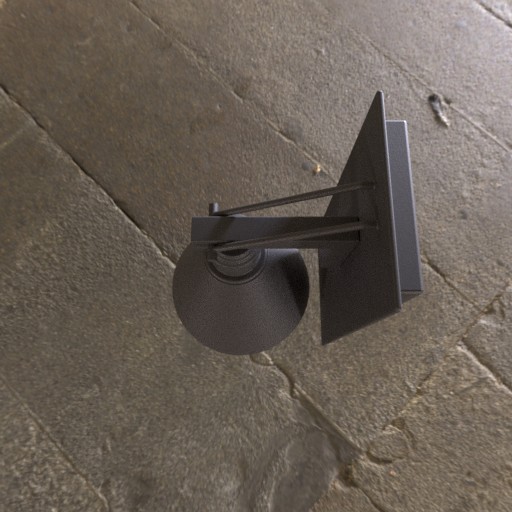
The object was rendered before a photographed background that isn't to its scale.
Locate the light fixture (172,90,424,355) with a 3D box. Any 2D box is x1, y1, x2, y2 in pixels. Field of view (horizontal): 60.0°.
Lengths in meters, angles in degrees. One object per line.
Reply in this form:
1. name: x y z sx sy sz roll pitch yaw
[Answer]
1. light fixture: 0.000 0.000 0.416 0.207 0.298 0.170 0 75 0
